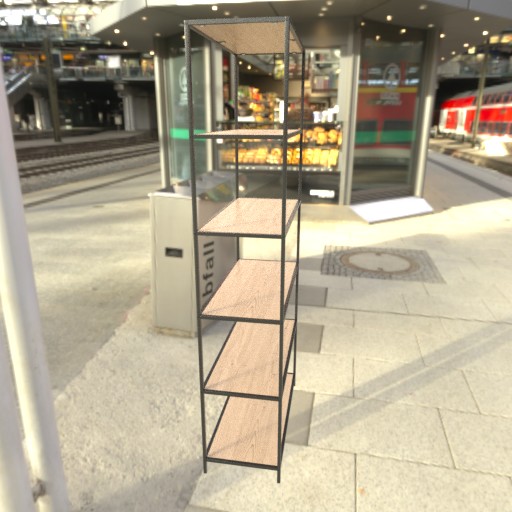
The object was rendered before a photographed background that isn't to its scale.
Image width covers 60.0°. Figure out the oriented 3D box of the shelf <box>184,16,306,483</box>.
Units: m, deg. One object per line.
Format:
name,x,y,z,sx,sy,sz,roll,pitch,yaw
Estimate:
shelf,0.000,0.000,2.072,0.350,1.850,0.770,3,18,9
